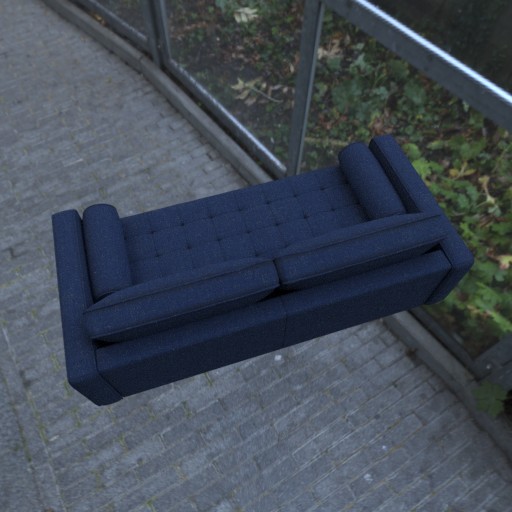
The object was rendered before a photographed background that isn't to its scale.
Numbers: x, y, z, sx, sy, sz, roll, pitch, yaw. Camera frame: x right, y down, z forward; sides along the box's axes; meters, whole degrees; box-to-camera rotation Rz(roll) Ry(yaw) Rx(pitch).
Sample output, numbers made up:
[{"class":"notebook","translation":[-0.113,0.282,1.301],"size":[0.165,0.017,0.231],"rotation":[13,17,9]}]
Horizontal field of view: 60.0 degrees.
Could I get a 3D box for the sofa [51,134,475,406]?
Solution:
[{"class":"sofa","translation":[0.000,0.000,2.296],"size":[1.880,0.762,0.914],"rotation":[-15,60,-9]}]
